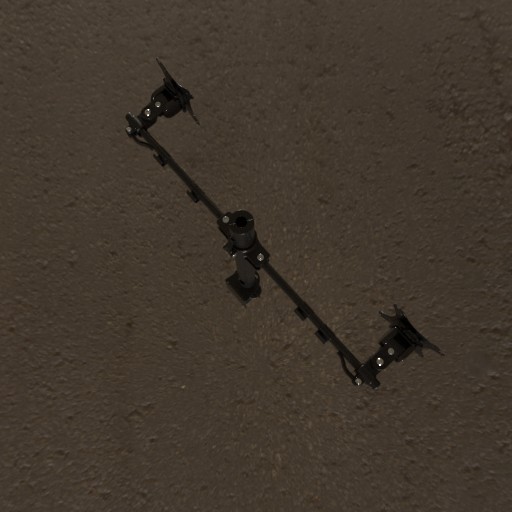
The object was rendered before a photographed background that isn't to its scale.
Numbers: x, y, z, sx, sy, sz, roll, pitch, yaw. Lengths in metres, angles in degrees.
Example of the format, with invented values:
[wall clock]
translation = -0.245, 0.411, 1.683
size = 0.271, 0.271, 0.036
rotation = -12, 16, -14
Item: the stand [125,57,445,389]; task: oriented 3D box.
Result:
[stand]
translation = 0.000, 0.000, 1.007
size = 0.150, 0.603, 0.743
rotation = -41, 79, -9
